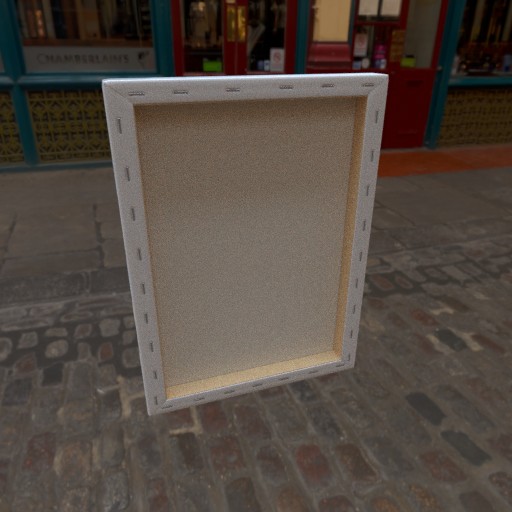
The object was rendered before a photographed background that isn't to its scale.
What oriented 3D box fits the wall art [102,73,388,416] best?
[{"bbox_3d":[0.000,0.000,0.814,0.455,0.613,0.037,-8,27,-17],"label":"wall art"}]
